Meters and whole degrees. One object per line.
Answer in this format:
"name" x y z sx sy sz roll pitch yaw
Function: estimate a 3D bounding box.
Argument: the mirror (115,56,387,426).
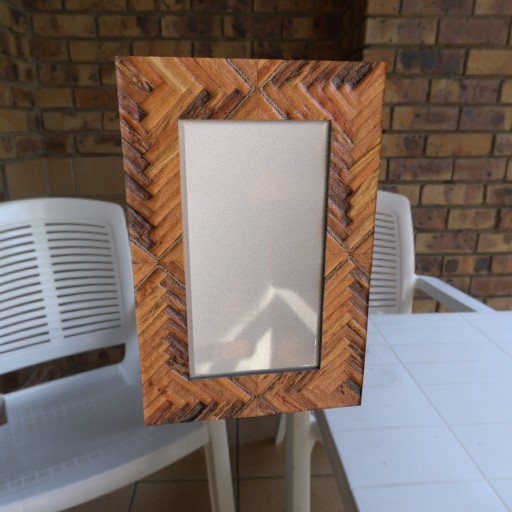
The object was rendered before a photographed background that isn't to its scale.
"mirror" 0.000 0.000 1.119 0.606 0.912 0.044 -2 16 -8
